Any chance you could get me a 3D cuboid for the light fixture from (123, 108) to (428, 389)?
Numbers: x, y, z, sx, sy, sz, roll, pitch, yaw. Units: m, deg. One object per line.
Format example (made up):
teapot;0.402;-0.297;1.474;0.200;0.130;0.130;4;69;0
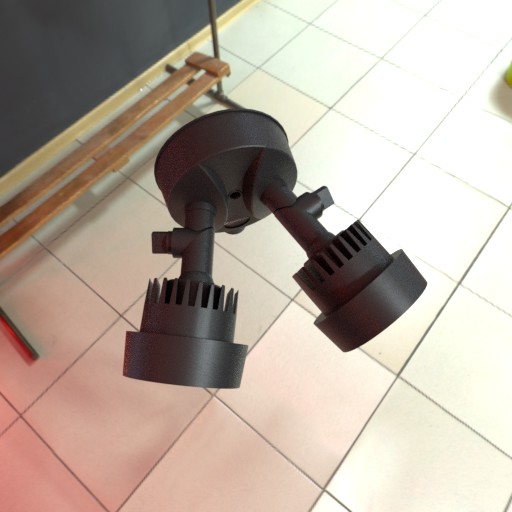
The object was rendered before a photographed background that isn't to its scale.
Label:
light fixture;0.000;0.000;0.316;0.213;0.120;0.168;-16;63;-8
